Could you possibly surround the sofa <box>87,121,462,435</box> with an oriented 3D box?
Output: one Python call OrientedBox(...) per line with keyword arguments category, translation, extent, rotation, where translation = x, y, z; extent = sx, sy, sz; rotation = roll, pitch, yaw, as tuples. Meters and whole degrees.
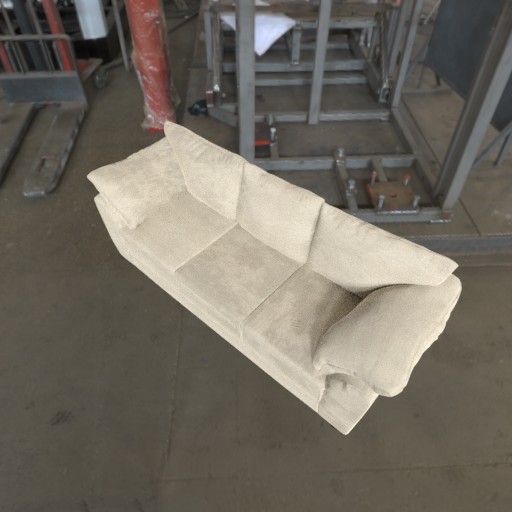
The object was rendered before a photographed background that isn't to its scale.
OrientedBox(category="sofa", translation=(0.000, 0.000, 2.855), extent=(2.377, 0.981, 0.893), rotation=(33, 54, 28))
